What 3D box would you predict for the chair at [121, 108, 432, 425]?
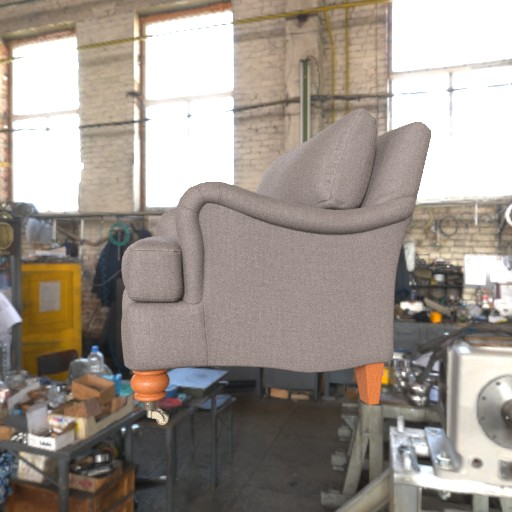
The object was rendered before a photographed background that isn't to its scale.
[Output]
[{"bbox_3d":[0.000,0.000,1.842,1.070,1.038,0.955,0,0,-17],"label":"chair"}]
